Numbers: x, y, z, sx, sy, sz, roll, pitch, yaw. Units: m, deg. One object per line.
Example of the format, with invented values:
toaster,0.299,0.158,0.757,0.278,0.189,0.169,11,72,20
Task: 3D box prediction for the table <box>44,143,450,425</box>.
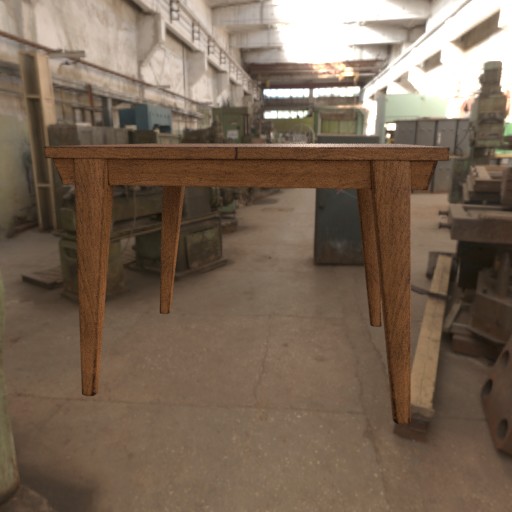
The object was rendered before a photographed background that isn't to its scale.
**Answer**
table,0.000,0.000,1.563,1.027,0.760,0.757,2,15,8
